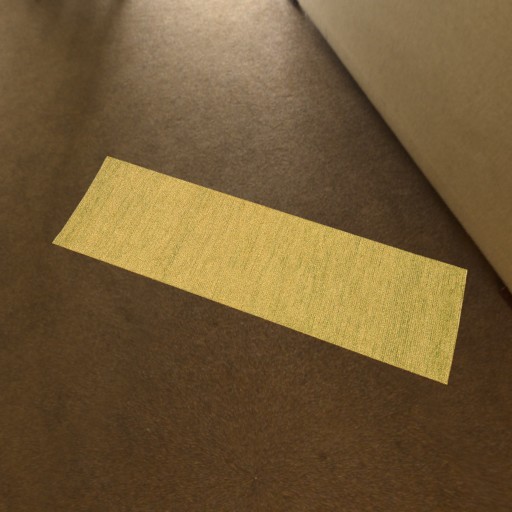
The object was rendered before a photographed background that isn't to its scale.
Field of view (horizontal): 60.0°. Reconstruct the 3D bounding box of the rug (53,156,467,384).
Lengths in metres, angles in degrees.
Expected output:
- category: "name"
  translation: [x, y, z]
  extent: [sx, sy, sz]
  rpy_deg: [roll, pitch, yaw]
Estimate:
- category: "rug"
  translation: [0.000, 0.000, 2.575]
  extent: [2.340, 0.013, 0.686]
  rpy_deg: [19, 65, 9]
